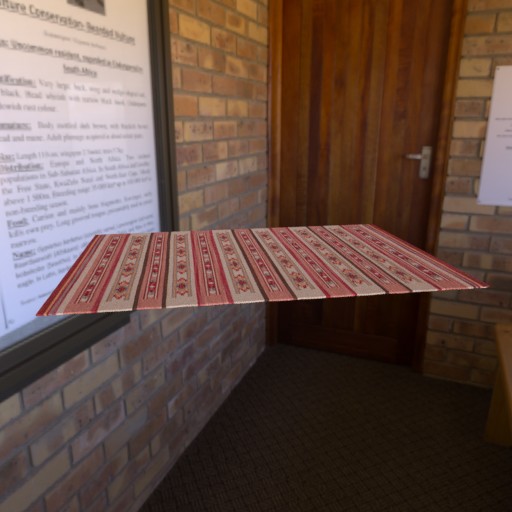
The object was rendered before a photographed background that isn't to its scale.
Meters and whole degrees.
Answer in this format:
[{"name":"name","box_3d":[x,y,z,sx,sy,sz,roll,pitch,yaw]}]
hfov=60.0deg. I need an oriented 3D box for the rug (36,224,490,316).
[{"name":"rug","box_3d":[0.000,0.000,2.316,1.817,0.008,1.223,-3,17,-9]}]
